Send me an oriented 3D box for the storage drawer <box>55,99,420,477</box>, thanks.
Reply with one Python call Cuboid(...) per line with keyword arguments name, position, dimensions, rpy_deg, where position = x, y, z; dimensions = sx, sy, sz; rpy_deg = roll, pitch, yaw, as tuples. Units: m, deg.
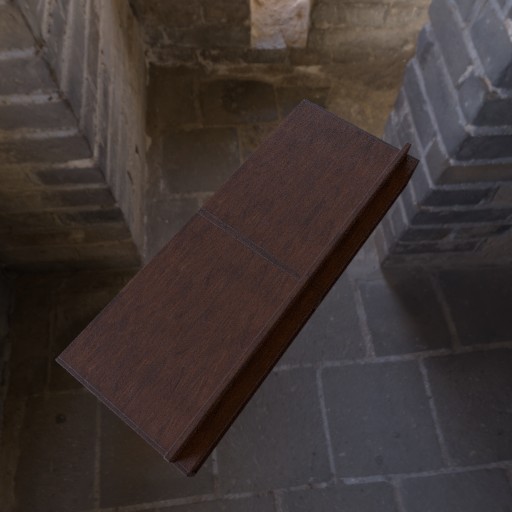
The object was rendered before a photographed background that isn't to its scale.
Cuboid(name="storage drawer", position=(0.000, 0.000, 2.236), dimensions=(0.774, 0.339, 1.914), rpy_deg=(34, 68, 15))
